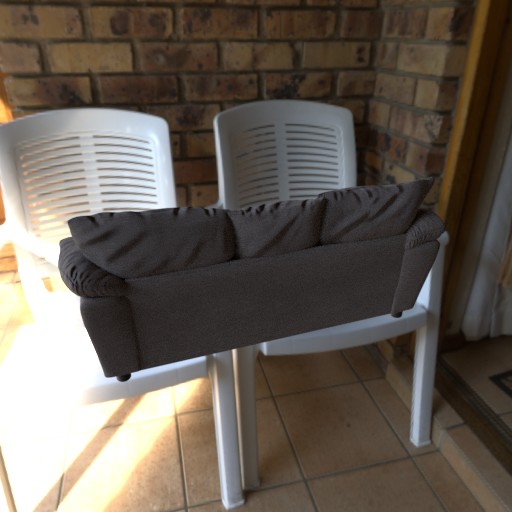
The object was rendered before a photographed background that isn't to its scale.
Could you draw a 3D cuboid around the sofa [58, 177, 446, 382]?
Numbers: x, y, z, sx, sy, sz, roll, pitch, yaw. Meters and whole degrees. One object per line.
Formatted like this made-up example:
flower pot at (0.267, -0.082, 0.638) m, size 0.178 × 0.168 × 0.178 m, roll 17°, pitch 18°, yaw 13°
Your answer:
sofa at (0.000, 0.000, 2.943) m, size 2.390 × 1.043 × 0.927 m, roll -9°, pitch 28°, yaw -18°
